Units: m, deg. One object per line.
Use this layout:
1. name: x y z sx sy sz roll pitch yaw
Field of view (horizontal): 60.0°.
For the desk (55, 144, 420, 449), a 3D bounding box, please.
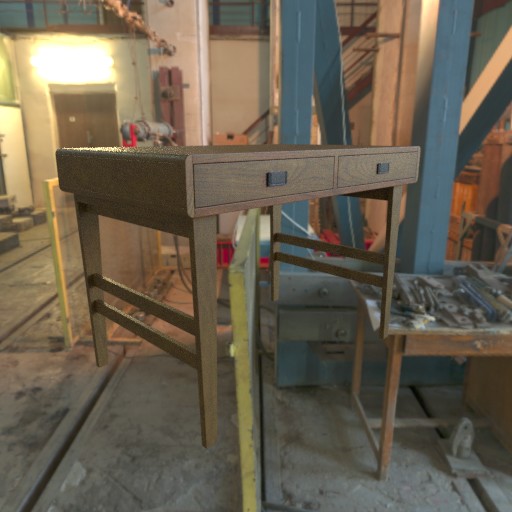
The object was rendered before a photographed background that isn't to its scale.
1. desk: 0.000 0.000 1.582 0.660 0.754 1.066 15 21 43
